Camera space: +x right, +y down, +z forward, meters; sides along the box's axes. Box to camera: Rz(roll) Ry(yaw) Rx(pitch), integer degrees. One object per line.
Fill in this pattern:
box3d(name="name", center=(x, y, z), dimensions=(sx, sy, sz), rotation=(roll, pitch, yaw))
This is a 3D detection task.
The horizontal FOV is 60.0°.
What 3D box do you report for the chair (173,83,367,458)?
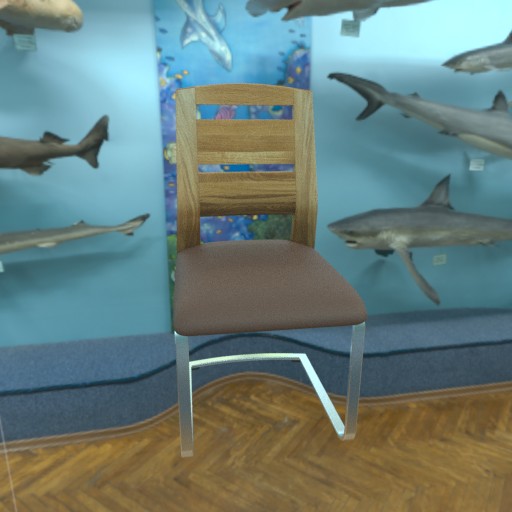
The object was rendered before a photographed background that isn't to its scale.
box3d(name="chair", center=(0.000, 0.000, 1.265), dimensions=(0.460, 0.970, 0.570), rotation=(-2, 16, -8))
